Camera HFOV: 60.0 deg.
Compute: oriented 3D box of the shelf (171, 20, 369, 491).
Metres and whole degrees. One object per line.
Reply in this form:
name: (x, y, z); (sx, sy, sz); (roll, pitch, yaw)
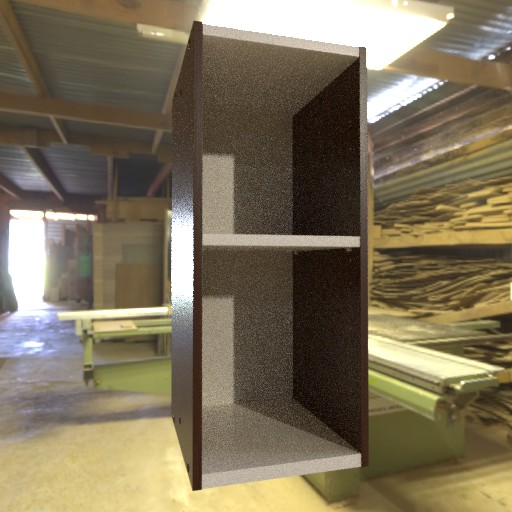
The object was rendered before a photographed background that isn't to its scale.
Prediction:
shelf: (0.000, 0.000, 0.738); (0.253, 0.600, 0.290); (0, -1, -16)
